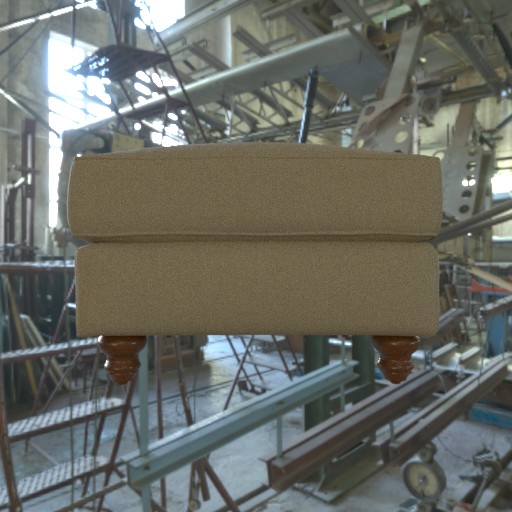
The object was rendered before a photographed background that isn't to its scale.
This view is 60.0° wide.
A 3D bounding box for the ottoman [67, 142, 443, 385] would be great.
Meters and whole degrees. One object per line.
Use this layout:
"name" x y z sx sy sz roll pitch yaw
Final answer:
"ottoman" 0.000 0.000 1.129 0.716 0.505 0.662 0 0 0
